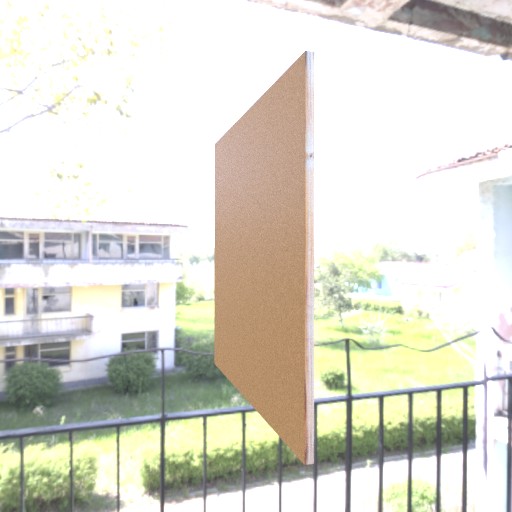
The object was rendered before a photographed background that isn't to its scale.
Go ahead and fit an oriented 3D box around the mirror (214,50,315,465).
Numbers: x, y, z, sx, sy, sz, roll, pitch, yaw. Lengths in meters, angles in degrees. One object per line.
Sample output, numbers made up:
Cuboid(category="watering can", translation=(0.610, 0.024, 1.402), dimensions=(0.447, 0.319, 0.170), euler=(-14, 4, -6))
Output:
Cuboid(category="mirror", translation=(0.000, 0.000, 1.250), dimensions=(0.061, 0.804, 0.804), euler=(0, 1, -18))
